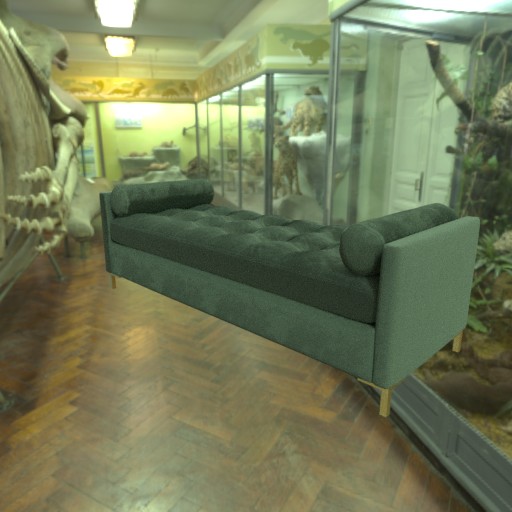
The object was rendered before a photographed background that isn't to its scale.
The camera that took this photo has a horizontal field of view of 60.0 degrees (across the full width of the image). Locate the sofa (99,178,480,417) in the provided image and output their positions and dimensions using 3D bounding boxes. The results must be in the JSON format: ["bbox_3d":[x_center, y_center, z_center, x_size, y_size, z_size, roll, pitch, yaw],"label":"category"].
[{"bbox_3d":[0.000,0.000,2.493,2.102,0.705,0.796,14,21,42],"label":"sofa"}]
